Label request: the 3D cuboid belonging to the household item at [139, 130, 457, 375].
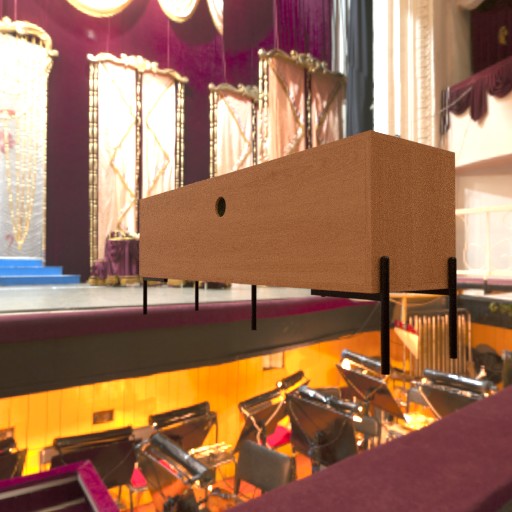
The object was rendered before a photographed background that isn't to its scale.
[{"bbox_3d":[0.000,0.000,1.810,0.400,0.600,1.550,1,-1,-36],"label":"household item"}]
